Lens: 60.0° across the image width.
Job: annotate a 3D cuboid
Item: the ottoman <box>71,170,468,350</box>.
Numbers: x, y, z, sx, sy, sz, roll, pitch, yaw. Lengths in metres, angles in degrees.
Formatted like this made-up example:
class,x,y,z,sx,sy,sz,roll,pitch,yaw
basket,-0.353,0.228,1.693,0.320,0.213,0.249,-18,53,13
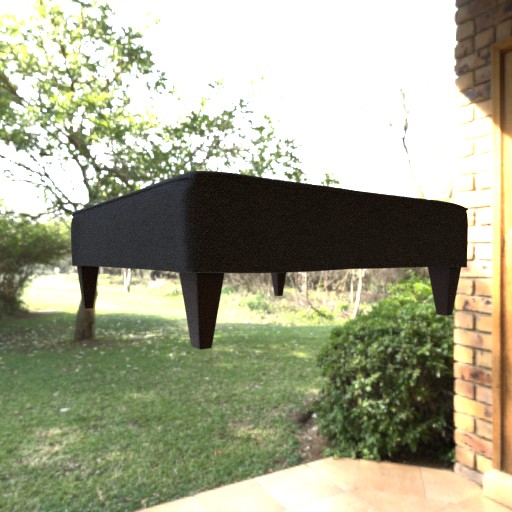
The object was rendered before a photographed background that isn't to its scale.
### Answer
class,x,y,z,sx,sy,sz,roll,pitch,yaw
ottoman,0.000,0.000,1.502,0.981,0.378,0.970,0,0,-36
